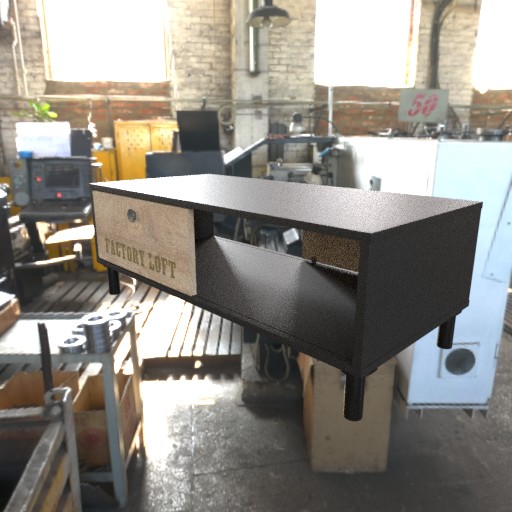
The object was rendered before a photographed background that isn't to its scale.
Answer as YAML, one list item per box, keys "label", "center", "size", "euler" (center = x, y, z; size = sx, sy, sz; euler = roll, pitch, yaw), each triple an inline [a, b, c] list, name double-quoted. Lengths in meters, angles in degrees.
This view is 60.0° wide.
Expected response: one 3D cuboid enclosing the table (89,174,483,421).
- label: "table"
  center: [0.000, 0.000, 1.371]
  size: [0.550, 0.400, 1.100]
  euler: [-15, 21, -42]
